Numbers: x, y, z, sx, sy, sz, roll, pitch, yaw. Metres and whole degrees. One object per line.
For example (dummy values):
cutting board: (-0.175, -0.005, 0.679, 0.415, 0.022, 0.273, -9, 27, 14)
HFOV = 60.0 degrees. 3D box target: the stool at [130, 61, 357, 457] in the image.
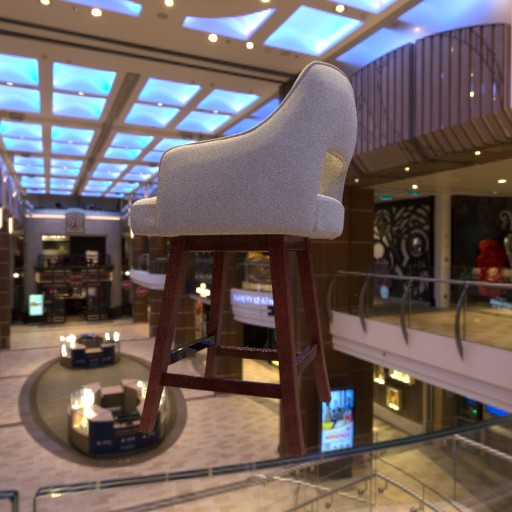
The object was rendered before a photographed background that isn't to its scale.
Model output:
stool: (0.000, 0.000, 1.284, 0.560, 0.936, 0.550, 0, 1, 19)
